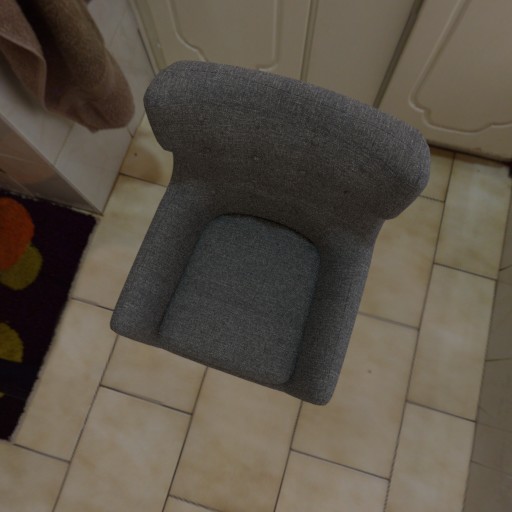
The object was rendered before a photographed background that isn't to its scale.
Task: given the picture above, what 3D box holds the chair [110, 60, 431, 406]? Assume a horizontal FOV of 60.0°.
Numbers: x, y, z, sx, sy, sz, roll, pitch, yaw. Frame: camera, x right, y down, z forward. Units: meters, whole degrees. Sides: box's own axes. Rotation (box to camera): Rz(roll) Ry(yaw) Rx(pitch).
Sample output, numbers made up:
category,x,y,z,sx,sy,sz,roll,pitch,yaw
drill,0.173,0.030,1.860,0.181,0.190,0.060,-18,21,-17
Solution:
category,x,y,z,sx,sy,sz,roll,pitch,yaw
chair,0.000,0.000,1.710,0.878,1.063,0.904,18,75,5
